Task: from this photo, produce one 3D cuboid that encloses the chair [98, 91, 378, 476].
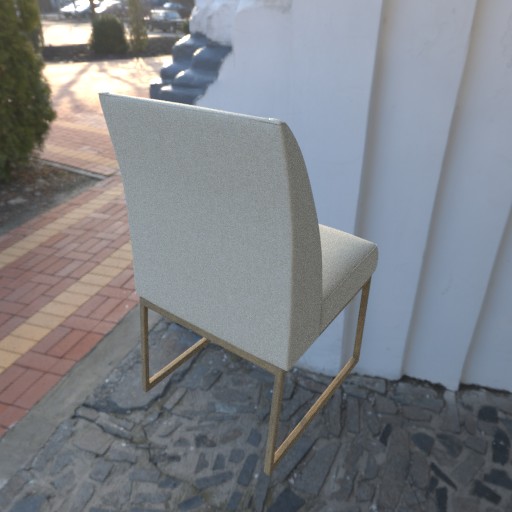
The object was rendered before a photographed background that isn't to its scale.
[{"bbox_3d":[0.000,0.000,1.195,0.508,0.863,0.522,20,35,31],"label":"chair"}]
